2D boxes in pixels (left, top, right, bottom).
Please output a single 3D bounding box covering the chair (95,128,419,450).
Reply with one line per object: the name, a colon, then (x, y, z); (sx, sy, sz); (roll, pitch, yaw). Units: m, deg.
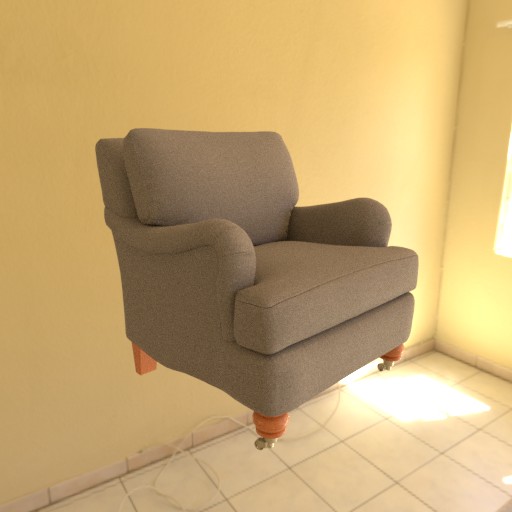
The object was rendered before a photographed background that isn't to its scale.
chair: (0.000, 0.000, 1.877); (0.955, 1.038, 1.070); (-13, 19, -42)
